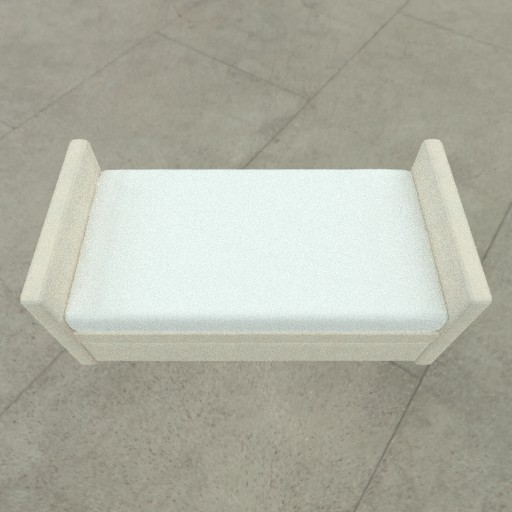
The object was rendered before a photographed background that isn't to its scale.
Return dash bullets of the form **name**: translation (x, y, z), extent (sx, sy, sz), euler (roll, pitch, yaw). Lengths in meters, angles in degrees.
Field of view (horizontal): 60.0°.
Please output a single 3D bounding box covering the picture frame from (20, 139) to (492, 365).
- **picture frame**: translation (0.000, 0.000, 2.665), extent (2.161, 0.891, 1.069), euler (0, 57, 0)
